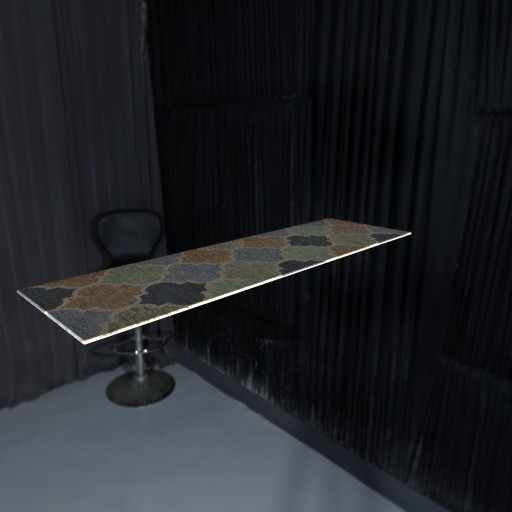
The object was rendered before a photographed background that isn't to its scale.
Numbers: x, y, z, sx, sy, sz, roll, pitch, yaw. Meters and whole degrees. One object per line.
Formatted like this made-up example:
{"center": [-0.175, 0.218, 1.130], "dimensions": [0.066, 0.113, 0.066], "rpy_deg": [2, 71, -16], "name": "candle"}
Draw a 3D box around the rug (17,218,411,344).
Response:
{"center": [0.000, 0.000, 2.491], "dimensions": [2.287, 0.011, 0.687], "rpy_deg": [-15, 22, -42], "name": "rug"}
